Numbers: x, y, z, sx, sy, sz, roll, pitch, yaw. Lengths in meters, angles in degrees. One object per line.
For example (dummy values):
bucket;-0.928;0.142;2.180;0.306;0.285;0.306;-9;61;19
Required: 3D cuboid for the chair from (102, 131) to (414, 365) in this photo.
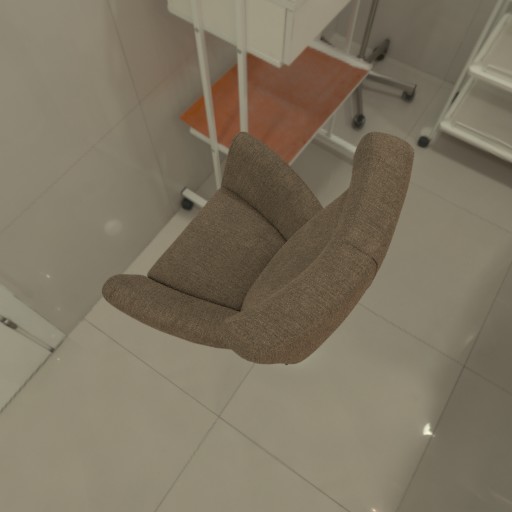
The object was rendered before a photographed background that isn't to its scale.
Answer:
chair;0.000;0.000;1.818;0.900;1.040;0.980;31;68;14
